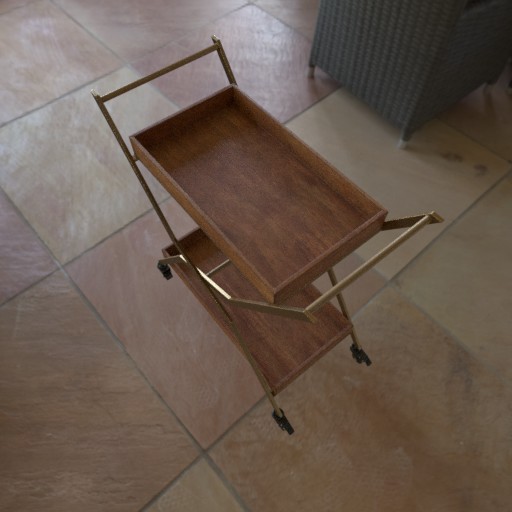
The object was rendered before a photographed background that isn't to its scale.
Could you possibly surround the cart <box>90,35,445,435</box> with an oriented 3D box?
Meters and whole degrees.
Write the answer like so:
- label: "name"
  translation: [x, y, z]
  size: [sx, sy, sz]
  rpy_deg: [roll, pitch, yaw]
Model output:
- label: "cart"
  translation: [0.000, 0.000, 1.348]
  size: [0.405, 0.869, 0.836]
  rpy_deg: [-34, 64, -19]
